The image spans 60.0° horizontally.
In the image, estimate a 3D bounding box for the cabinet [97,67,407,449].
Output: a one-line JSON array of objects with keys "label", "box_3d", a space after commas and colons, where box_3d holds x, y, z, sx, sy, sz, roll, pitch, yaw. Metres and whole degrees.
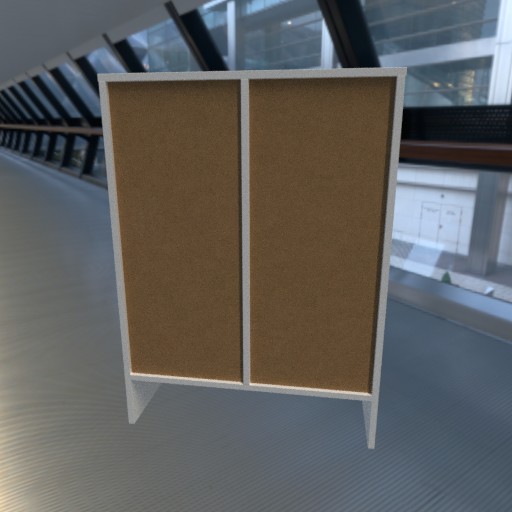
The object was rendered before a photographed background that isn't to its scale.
[{"label": "cabinet", "box_3d": [0.000, 0.000, 1.096, 0.600, 0.815, 0.296, 2, 16, 9]}]
